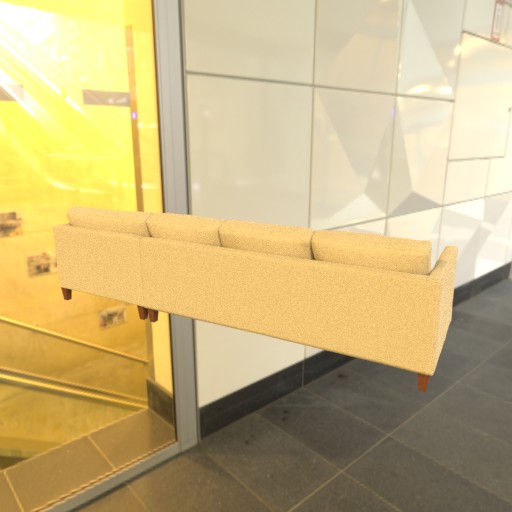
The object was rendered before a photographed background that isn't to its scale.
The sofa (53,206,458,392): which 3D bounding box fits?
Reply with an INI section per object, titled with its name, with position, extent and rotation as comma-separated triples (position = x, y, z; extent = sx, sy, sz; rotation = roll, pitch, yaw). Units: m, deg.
[sofa]
position = 0.000, 0.000, 3.850
extent = 3.186, 0.861, 1.625
rotation = 8, 17, 28
